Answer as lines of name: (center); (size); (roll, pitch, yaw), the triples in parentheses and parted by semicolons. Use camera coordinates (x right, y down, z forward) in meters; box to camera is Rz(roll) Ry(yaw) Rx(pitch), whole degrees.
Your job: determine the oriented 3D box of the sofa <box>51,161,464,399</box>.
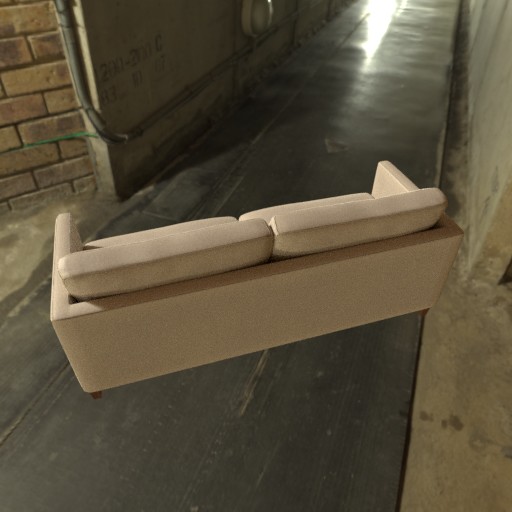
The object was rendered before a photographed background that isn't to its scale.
sofa: (0.000, 0.000, 2.888); (2.361, 0.968, 0.951); (-11, 43, -13)
